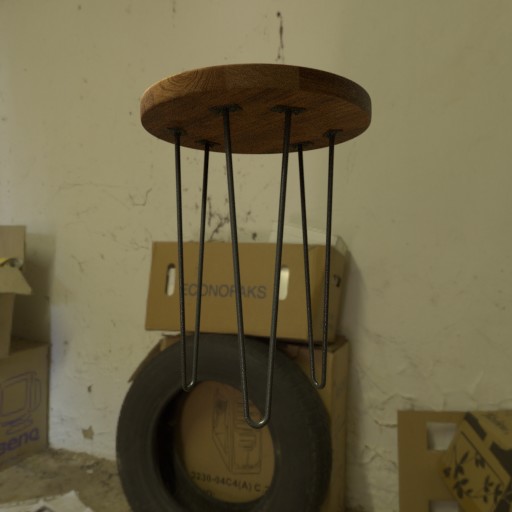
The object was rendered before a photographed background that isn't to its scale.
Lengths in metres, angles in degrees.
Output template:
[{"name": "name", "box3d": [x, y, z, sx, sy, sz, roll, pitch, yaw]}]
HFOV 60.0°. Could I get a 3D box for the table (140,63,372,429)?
[{"name": "table", "box3d": [0.000, 0.000, 0.793, 0.400, 0.520, 0.400, 0, 0, 0]}]
